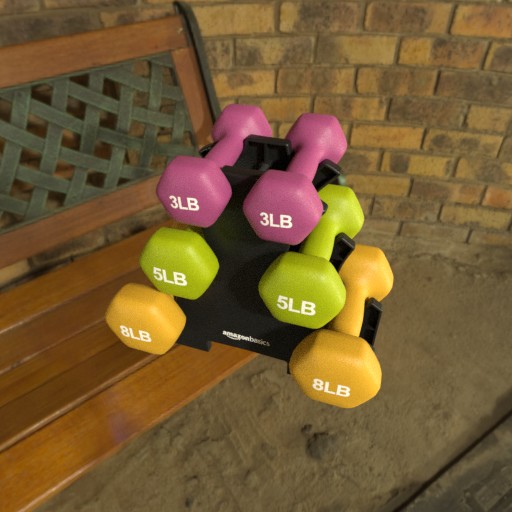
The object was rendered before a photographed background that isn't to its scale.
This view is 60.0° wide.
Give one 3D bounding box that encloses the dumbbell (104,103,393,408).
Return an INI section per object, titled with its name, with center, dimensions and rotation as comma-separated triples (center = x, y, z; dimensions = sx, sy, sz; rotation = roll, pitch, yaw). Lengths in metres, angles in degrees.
[dumbbell]
center = 0.000, 0.000, 0.475
dimensions = 0.300, 0.271, 0.190
rotation = 12, 41, 14
